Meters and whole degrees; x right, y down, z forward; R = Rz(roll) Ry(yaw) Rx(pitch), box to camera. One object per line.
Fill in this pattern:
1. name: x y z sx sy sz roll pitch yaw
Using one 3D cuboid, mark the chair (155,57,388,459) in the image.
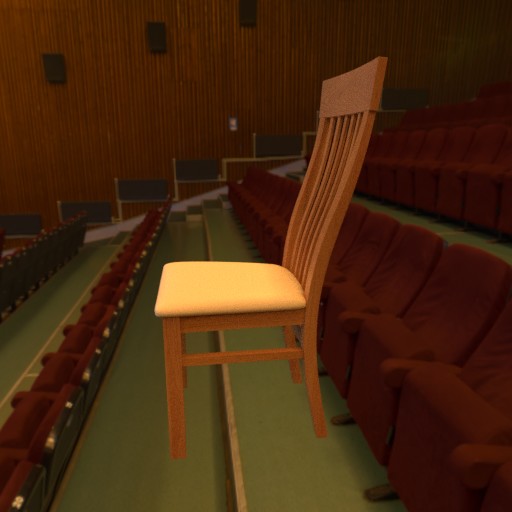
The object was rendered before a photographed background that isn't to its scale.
1. chair: 0.000 0.000 1.338 0.580 1.050 0.450 -2 15 -8
